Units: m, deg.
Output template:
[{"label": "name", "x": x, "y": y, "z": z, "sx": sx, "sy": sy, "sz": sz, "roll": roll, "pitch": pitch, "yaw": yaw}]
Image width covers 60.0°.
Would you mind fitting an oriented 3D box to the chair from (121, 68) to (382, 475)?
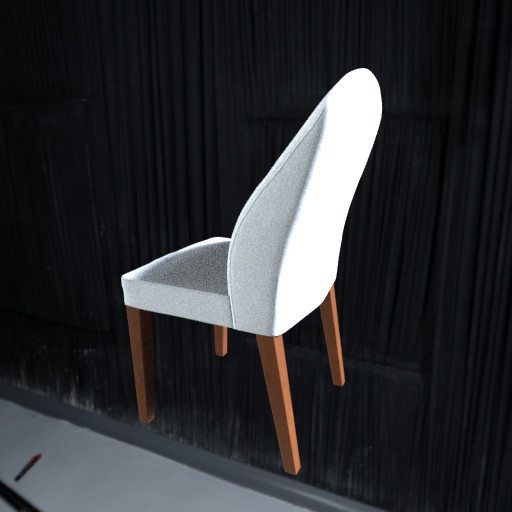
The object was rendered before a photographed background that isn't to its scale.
[{"label": "chair", "x": 0.000, "y": 0.000, "z": 1.178, "sx": 0.540, "sy": 0.893, "sz": 0.472, "roll": 7, "pitch": 17, "yaw": 24}]
